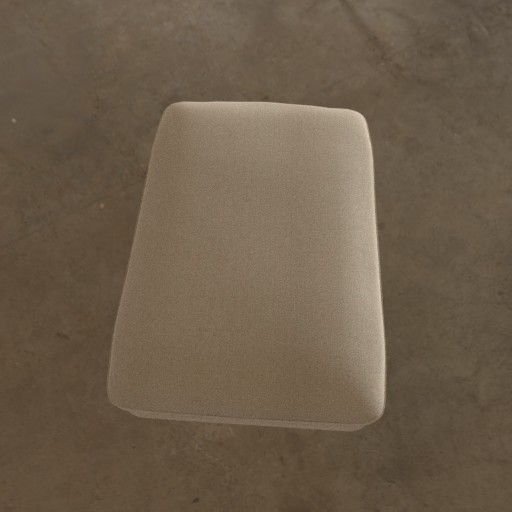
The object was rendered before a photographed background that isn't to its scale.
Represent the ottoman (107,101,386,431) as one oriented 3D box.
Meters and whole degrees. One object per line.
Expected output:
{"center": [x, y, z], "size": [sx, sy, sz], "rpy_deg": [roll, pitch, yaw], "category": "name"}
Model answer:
{"center": [0.000, 0.000, 1.372], "size": [0.686, 0.453, 0.984], "rpy_deg": [3, 64, 2], "category": "ottoman"}
